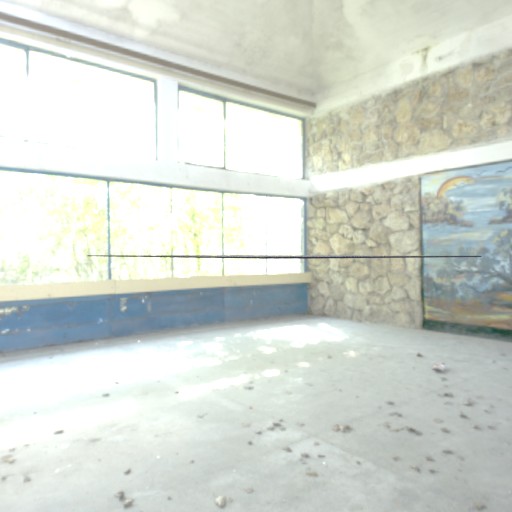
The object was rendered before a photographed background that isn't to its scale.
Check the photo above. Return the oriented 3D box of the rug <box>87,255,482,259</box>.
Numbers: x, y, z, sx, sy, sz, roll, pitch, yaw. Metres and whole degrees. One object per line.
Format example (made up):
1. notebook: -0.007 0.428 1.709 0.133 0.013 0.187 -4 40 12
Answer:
1. rug: 0.000 0.000 3.874 2.053 0.011 2.940 0 0 -37
